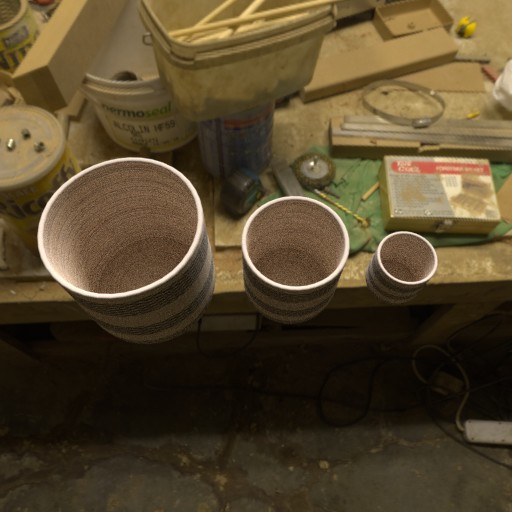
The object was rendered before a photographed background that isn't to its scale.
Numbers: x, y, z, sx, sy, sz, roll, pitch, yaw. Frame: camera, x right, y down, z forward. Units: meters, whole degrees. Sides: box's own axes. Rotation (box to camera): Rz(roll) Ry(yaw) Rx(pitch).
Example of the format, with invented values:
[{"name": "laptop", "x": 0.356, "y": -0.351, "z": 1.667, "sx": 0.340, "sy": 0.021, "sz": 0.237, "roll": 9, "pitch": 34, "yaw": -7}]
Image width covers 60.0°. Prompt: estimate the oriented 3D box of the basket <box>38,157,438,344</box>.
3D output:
[{"name": "basket", "x": 0.000, "y": 0.000, "z": 1.090, "sx": 0.917, "sy": 0.356, "sz": 0.351, "roll": -1, "pitch": 63, "yaw": -1}]
